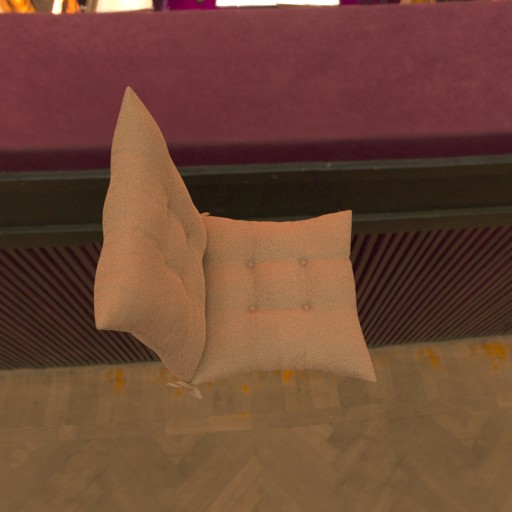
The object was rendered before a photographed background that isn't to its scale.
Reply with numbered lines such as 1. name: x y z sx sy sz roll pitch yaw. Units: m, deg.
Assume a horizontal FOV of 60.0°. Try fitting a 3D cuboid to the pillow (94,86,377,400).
1. pillow: 0.000 0.000 1.008 0.585 0.536 0.541 -2 63 -1
